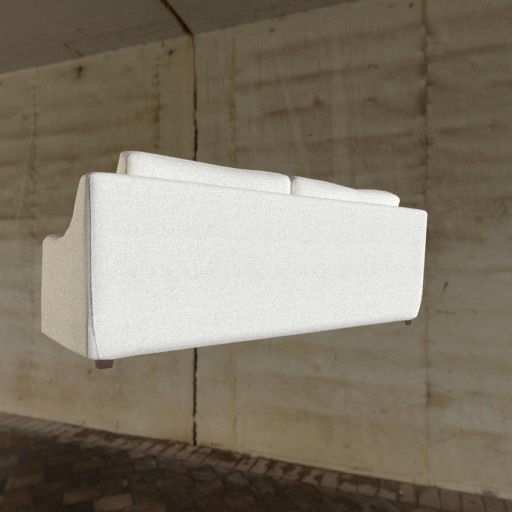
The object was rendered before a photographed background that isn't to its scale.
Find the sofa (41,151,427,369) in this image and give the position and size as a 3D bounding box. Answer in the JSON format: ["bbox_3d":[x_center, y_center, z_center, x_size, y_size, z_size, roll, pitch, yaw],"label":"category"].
[{"bbox_3d":[0.000,0.000,2.961,2.470,1.022,1.009,0,-1,-37],"label":"sofa"}]
